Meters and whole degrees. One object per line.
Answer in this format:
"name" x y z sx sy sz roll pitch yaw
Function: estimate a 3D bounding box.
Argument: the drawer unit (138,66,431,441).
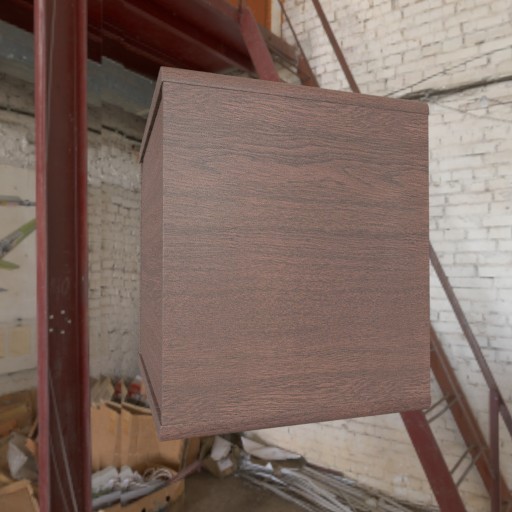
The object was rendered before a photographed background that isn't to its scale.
"drawer unit" 0.000 0.000 0.603 0.290 0.344 0.344 0 -1 -18
